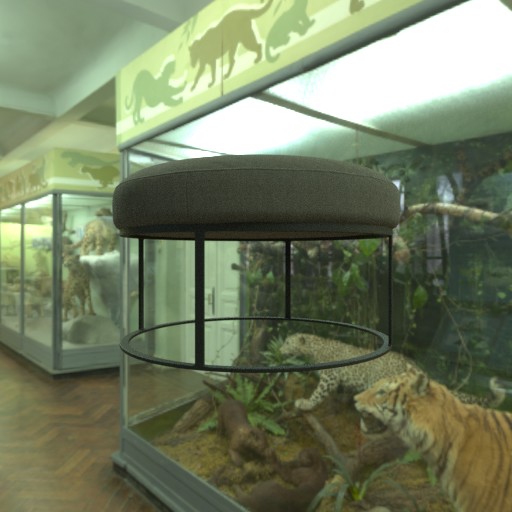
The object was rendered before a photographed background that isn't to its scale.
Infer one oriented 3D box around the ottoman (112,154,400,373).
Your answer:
[{"bbox_3d":[0.000,0.000,1.241,0.772,0.460,0.772,0,0,0],"label":"ottoman"}]
